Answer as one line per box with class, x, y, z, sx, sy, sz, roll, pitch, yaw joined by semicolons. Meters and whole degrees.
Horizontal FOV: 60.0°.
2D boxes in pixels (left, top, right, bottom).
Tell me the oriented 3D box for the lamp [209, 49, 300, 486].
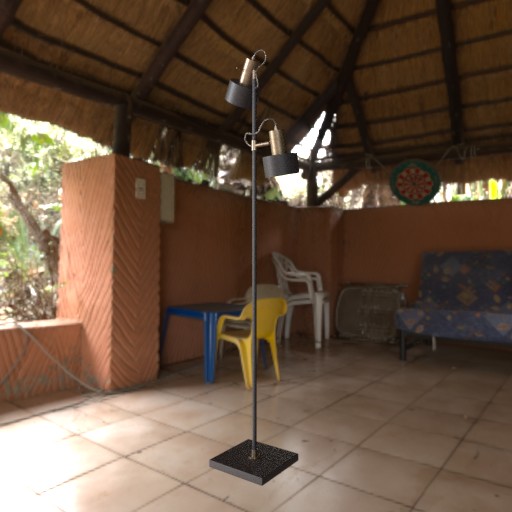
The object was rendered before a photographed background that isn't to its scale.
lamp;0.000;0.000;1.613;0.315;1.505;0.233;-1;-1;36
